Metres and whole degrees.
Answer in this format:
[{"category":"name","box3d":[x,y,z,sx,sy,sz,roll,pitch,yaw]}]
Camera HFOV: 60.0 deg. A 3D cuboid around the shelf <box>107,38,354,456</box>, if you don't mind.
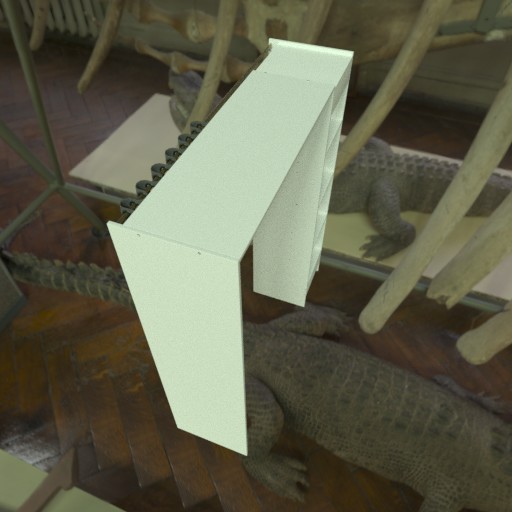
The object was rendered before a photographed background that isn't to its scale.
[{"category":"shelf","box3d":[0.000,0.000,2.601,0.500,1.810,1.600,16,50,14]}]
